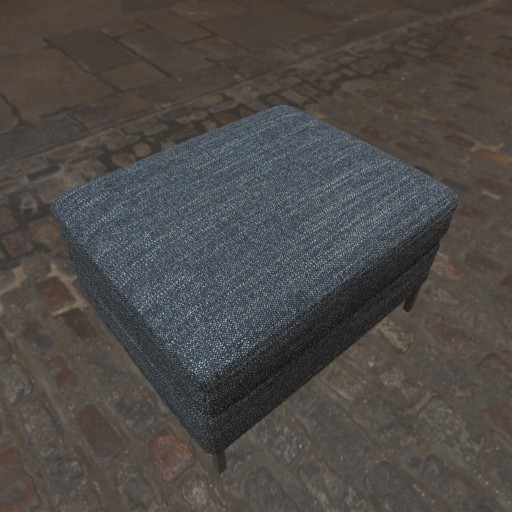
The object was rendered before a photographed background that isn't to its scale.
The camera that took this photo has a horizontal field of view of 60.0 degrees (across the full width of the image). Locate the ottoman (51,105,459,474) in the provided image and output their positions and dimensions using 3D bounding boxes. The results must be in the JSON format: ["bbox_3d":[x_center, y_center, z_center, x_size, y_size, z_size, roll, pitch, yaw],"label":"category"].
[{"bbox_3d":[0.000,0.000,1.217,0.814,0.491,0.667,-31,53,-27],"label":"ottoman"}]
